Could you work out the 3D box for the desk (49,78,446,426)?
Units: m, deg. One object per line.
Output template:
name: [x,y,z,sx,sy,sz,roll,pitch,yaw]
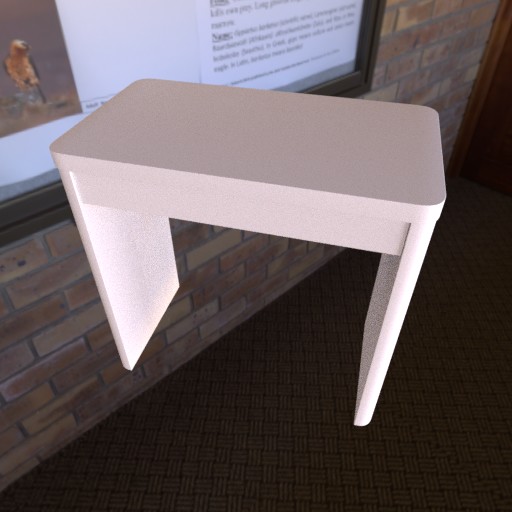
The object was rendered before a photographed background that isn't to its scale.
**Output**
desk: [0.000,0.000,1.237,0.790,0.760,0.446,10,42,11]
